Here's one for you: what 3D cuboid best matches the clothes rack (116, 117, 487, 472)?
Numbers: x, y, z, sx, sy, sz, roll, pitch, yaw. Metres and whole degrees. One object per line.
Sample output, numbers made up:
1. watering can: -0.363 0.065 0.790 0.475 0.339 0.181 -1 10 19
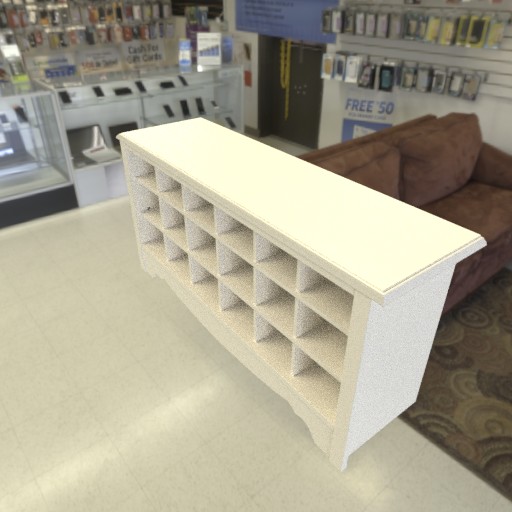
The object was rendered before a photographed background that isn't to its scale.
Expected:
1. clothes rack: 0.000 0.000 1.328 0.324 0.531 1.120 -22 39 -31
